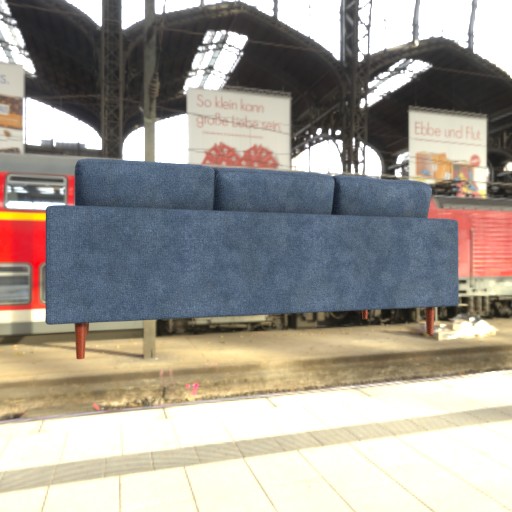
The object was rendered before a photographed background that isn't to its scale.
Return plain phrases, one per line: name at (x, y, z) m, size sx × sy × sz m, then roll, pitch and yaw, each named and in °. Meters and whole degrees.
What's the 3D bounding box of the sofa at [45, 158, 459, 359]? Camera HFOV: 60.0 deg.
sofa at (0.000, 0.000, 2.664) m, size 2.246 × 0.930 × 0.903 m, roll 0°, pitch 0°, yaw -19°
